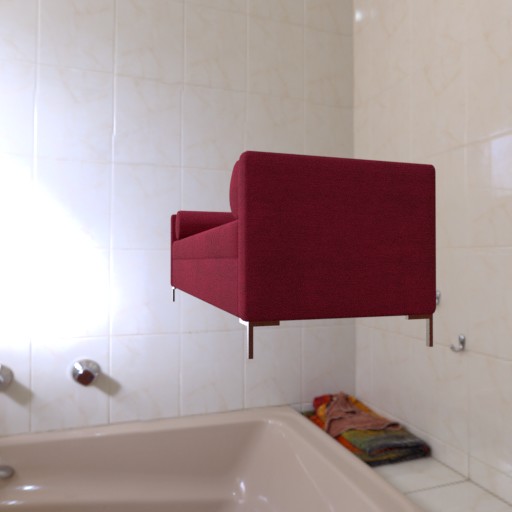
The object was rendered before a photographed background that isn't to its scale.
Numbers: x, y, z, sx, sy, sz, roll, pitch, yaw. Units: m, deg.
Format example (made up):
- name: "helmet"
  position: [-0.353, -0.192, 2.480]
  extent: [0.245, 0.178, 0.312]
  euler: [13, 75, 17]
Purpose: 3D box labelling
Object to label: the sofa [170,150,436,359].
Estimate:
- name: "sofa"
  position: [0.000, 0.000, 2.349]
  extent: [0.686, 0.635, 1.981]
  euler: [0, -1, -17]
